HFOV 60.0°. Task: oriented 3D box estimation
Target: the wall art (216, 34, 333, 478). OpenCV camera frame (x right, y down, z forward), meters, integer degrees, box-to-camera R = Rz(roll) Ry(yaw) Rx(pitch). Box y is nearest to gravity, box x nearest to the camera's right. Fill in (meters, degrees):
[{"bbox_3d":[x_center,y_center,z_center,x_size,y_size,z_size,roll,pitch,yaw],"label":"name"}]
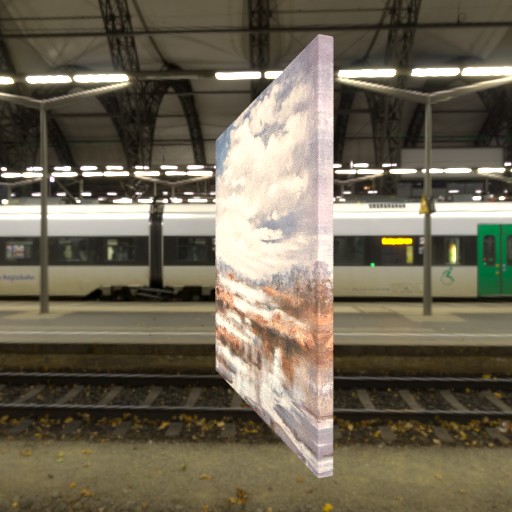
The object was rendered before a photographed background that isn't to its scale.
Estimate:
[{"bbox_3d":[0.000,0.000,1.318,0.035,0.897,0.888,0,0,-19],"label":"wall art"}]
